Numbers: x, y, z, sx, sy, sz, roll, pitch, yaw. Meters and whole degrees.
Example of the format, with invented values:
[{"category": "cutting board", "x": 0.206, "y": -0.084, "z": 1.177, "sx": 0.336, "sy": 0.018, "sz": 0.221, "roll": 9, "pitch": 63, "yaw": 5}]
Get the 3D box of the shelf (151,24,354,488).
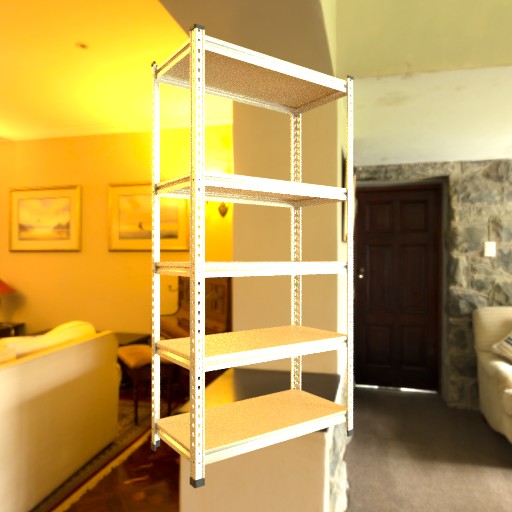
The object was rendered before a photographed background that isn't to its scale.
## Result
[{"category": "shelf", "x": 0.000, "y": 0.000, "z": 2.191, "sx": 0.914, "sy": 1.829, "sz": 0.457, "roll": 0, "pitch": 0, "yaw": -35}]
